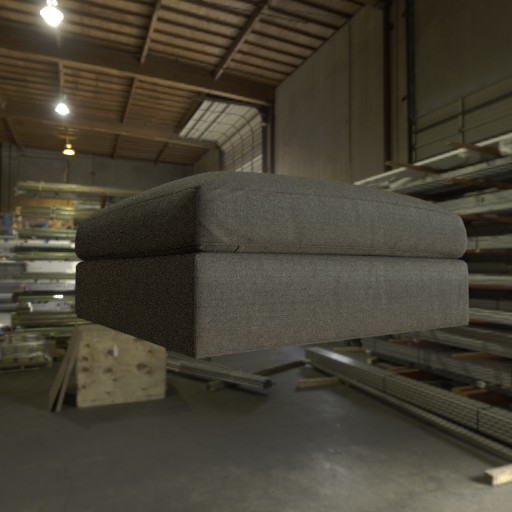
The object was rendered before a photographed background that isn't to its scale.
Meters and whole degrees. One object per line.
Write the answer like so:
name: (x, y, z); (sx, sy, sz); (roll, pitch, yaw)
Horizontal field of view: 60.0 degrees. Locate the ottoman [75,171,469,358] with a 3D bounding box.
ottoman: (0.000, 0.000, 1.606); (1.041, 0.470, 1.041); (1, -2, -35)
